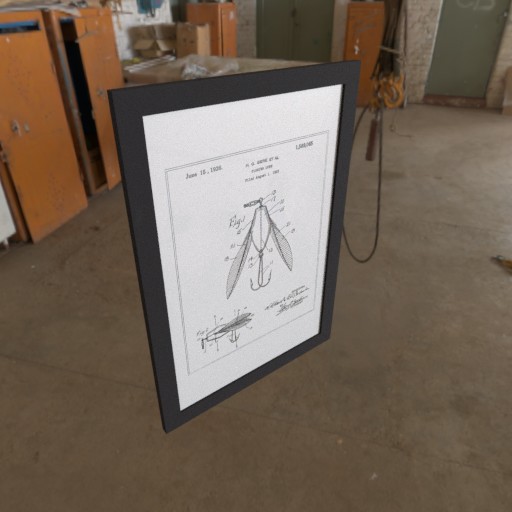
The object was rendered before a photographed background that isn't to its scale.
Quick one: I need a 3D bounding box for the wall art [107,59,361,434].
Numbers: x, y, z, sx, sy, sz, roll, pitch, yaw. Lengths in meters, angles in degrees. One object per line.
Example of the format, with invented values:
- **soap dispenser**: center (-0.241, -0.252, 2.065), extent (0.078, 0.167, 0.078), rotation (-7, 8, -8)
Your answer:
- **wall art**: center (0.000, 0.000, 0.690), extent (0.380, 0.534, 0.013), rotation (-22, 37, -32)
